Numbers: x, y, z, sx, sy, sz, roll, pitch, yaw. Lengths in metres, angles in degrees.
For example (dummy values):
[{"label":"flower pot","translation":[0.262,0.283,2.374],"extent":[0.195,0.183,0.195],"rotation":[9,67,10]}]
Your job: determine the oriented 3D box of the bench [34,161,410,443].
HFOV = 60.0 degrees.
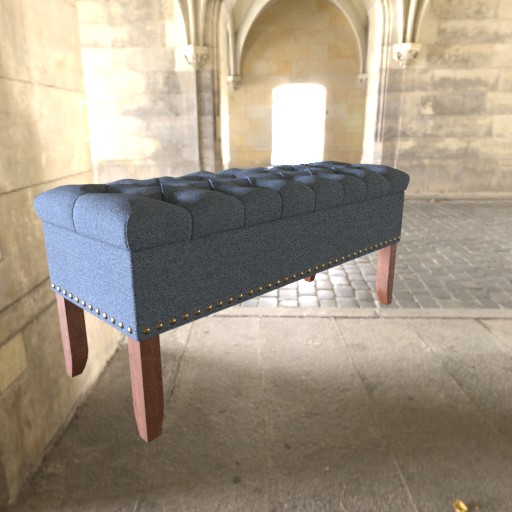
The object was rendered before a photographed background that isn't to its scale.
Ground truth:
[{"label":"bench","translation":[0.000,0.000,1.295],"extent":[0.417,0.492,1.052],"rotation":[15,22,42]}]
